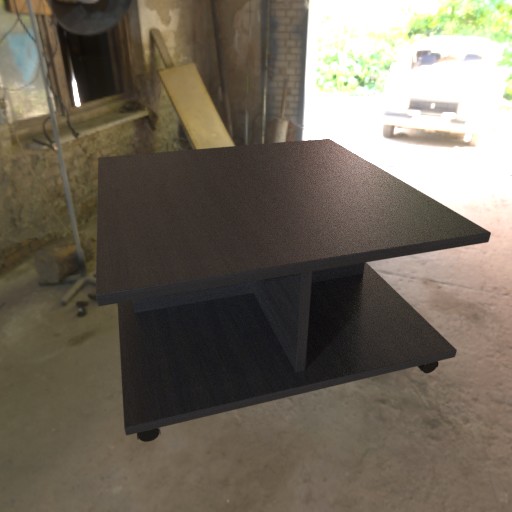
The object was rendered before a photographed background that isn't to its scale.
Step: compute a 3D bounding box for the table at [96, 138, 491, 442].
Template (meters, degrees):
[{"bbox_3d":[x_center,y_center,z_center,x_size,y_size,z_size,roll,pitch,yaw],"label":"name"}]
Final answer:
[{"bbox_3d":[0.000,0.000,1.212,0.762,0.396,0.762,-9,31,-15],"label":"table"}]
